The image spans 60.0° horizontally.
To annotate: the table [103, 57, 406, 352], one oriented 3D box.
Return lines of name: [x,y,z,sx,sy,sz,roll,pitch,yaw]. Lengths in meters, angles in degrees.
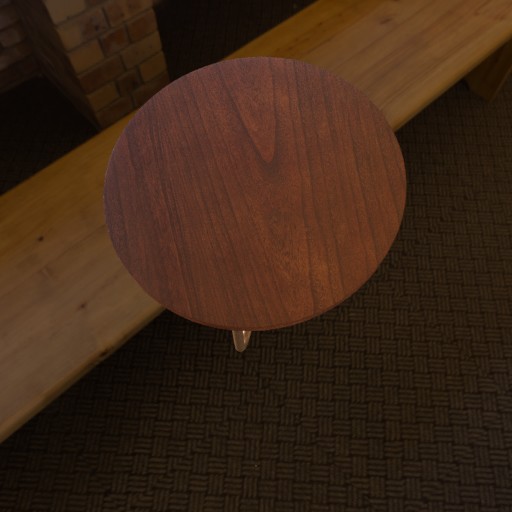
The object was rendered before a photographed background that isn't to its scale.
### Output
table: [0.000,0.000,1.110,0.530,0.706,0.577,15,66,7]
